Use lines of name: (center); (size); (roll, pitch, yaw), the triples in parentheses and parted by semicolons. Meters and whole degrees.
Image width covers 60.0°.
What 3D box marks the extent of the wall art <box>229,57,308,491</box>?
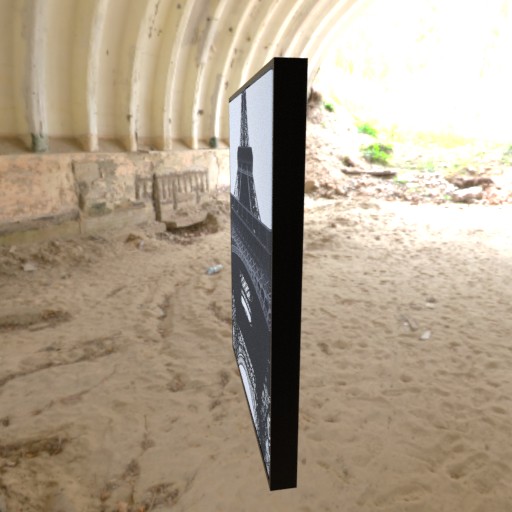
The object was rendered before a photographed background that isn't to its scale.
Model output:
wall art: (0.000, 0.000, 0.760); (0.039, 0.553, 0.451); (-2, 14, -9)
